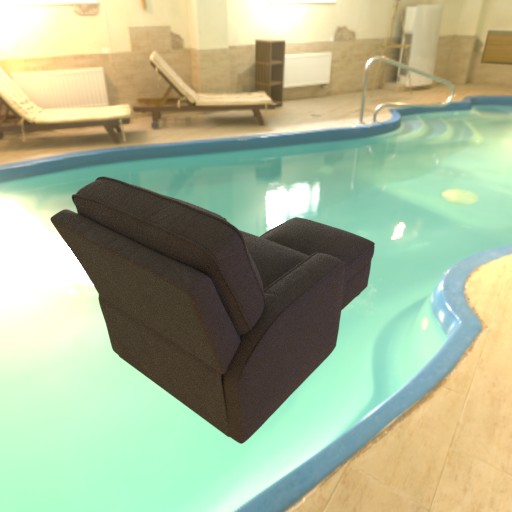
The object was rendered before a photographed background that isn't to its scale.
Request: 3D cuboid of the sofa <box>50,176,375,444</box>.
[{"bbox_3d":[0.000,0.000,2.075,0.861,0.959,1.472,22,37,33],"label":"sofa"}]
